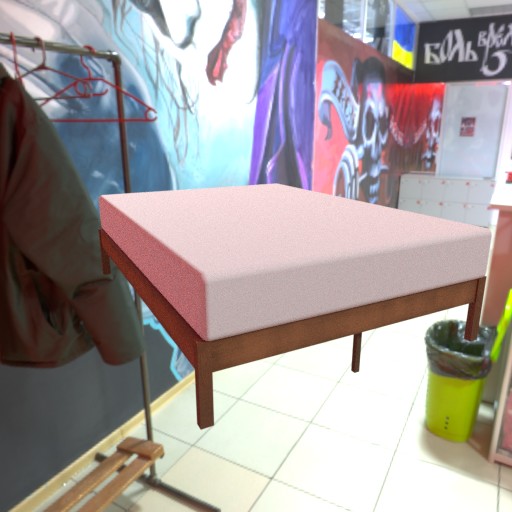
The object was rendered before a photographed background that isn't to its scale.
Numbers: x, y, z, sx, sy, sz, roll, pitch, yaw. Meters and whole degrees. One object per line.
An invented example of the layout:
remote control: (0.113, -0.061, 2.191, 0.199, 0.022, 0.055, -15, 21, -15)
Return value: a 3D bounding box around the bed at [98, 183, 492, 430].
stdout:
bed: (0.000, 0.000, 2.735, 1.529, 0.593, 2.050, -8, 18, -27)
